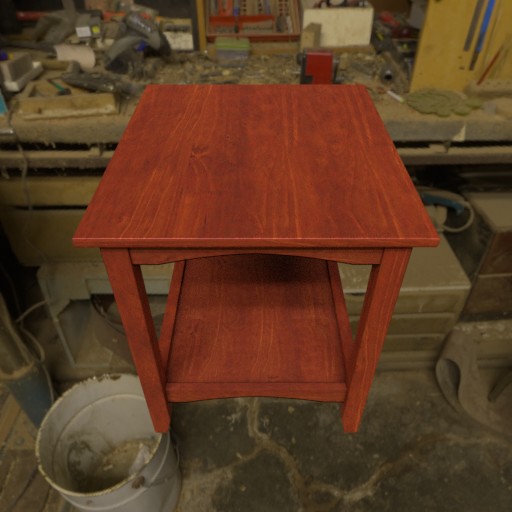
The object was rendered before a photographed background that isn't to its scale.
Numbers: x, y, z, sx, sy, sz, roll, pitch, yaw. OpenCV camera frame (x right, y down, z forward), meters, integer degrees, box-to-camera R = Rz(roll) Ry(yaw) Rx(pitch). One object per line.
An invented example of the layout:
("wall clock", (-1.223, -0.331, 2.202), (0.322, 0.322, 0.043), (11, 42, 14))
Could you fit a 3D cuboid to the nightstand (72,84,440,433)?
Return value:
("nightstand", (0.000, 0.000, 0.993), (0.501, 0.558, 0.558), (0, 42, 0))
